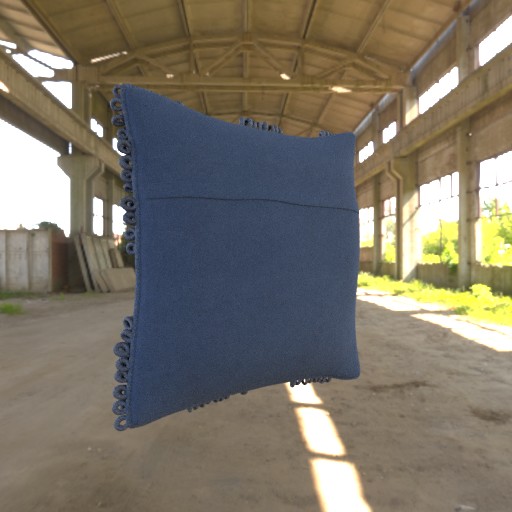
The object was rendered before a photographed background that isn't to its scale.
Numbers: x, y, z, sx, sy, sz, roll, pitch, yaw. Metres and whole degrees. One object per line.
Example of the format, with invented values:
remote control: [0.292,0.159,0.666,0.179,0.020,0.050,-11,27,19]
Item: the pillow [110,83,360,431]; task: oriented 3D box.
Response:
pillow: [0.000,0.000,0.719,0.469,0.466,0.172,0,0,-36]
